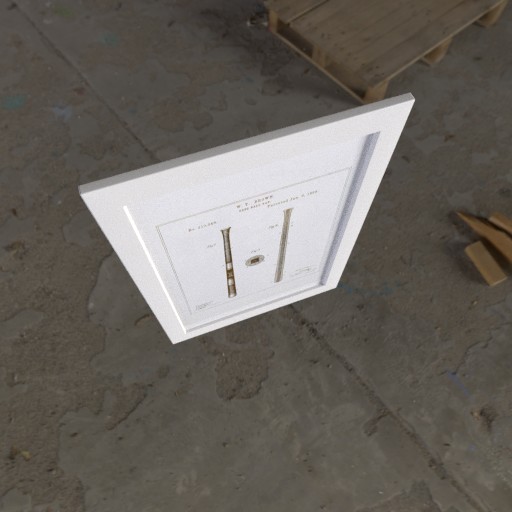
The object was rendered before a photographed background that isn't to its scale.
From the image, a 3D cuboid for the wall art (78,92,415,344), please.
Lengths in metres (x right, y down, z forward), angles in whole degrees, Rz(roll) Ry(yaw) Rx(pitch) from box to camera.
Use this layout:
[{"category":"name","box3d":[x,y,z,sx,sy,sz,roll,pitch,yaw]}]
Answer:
[{"category":"wall art","box3d":[0.000,0.000,0.627,0.329,0.482,0.011,-18,65,-9]}]
